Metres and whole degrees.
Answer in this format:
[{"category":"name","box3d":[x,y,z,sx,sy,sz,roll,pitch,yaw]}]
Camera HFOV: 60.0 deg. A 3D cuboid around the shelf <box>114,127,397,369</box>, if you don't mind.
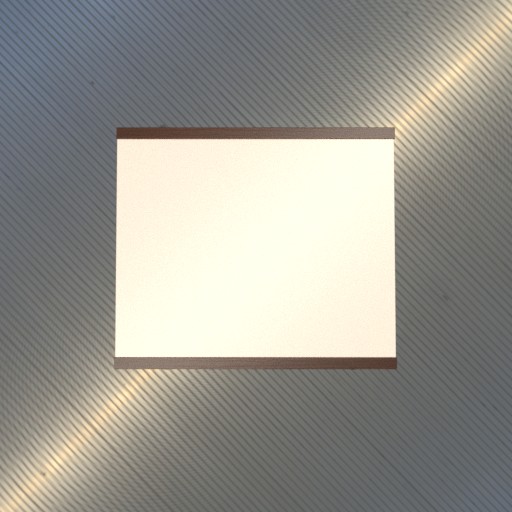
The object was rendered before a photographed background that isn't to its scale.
[{"category":"shelf","box3d":[0.000,0.000,0.757,0.290,0.600,0.253,0,88,0]}]
